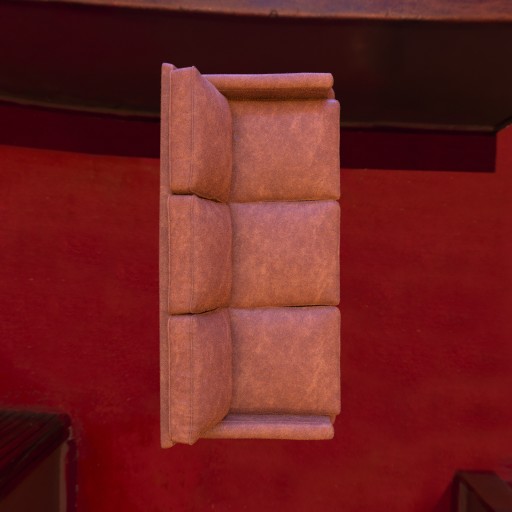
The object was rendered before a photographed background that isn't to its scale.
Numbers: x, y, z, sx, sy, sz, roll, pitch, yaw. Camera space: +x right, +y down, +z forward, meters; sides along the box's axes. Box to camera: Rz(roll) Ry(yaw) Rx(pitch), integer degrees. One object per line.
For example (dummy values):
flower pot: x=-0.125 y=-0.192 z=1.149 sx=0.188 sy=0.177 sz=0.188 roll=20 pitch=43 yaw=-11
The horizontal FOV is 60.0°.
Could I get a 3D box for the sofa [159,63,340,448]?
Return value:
sofa: x=0.000 y=0.000 z=2.827 sx=1.084 sy=1.003 sz=2.246 roll=0 pitch=89 yaw=0
